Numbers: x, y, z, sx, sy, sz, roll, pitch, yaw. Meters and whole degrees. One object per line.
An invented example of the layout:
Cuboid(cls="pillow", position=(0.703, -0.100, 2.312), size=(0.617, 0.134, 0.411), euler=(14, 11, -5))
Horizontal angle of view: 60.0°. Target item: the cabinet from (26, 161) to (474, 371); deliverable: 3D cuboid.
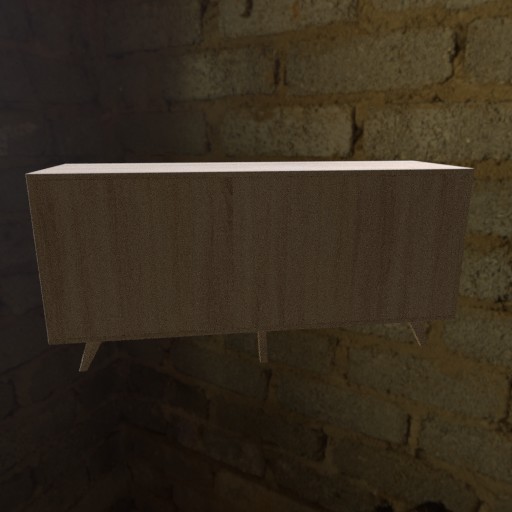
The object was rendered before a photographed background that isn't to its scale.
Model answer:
Cuboid(cls="cabinet", position=(0.000, 0.000, 1.957), size=(1.650, 0.780, 0.500), euler=(-2, 16, -8))
